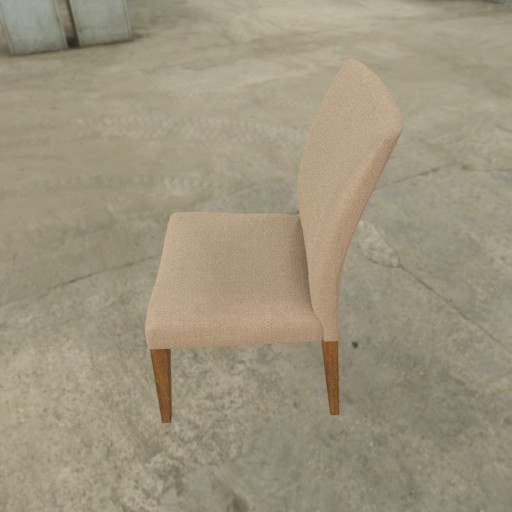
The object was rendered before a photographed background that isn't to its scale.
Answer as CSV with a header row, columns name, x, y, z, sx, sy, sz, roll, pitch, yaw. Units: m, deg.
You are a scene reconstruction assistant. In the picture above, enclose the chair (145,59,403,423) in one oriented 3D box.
name,x,y,z,sx,sy,sz,roll,pitch,yaw
chair,0.000,0.000,1.251,0.585,0.940,0.496,0,41,0
